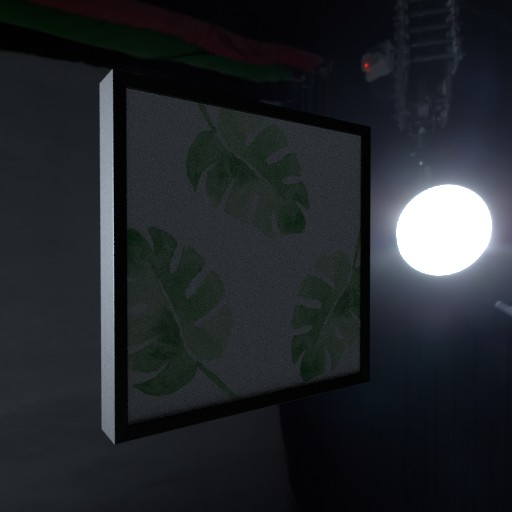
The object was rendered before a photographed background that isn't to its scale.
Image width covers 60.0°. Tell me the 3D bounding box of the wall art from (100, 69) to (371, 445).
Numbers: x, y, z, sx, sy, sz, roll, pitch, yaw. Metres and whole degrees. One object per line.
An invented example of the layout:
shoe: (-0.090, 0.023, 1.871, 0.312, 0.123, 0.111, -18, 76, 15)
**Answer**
wall art: (0.000, 0.000, 0.458, 0.304, 0.304, 0.038, -1, 1, -34)
